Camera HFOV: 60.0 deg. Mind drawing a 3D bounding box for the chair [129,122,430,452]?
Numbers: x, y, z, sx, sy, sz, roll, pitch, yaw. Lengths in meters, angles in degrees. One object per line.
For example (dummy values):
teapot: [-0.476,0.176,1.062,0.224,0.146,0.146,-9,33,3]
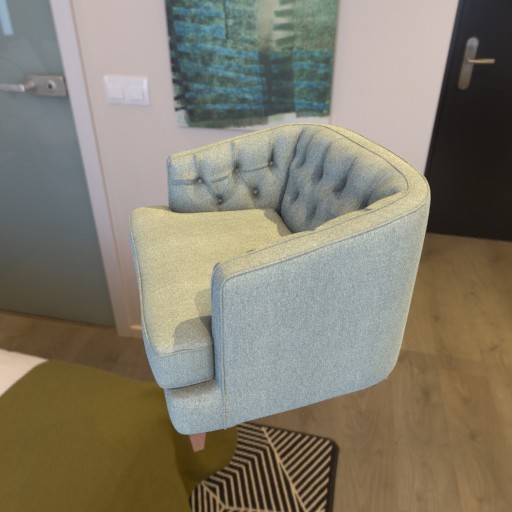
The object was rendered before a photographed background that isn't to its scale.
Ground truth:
chair: [0.000,0.000,1.767,0.945,0.852,1.094,-9,32,-15]
